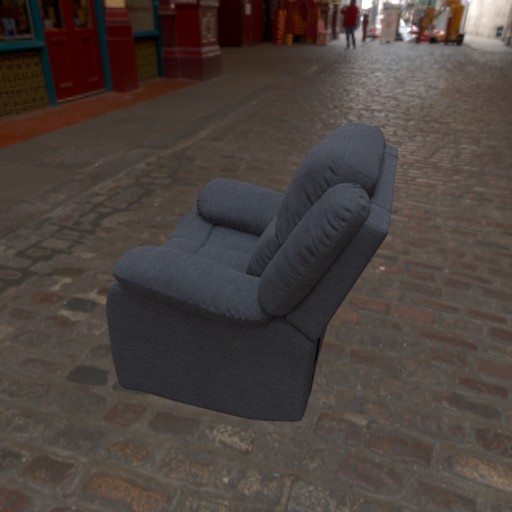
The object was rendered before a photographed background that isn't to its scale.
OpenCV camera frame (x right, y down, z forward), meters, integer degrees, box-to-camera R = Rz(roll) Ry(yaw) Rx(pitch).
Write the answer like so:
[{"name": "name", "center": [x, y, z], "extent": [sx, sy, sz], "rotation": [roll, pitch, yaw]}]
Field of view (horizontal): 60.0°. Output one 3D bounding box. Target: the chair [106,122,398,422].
[{"name": "chair", "center": [0.000, 0.000, 1.733], "extent": [0.944, 1.008, 0.899], "rotation": [9, 30, 15]}]
